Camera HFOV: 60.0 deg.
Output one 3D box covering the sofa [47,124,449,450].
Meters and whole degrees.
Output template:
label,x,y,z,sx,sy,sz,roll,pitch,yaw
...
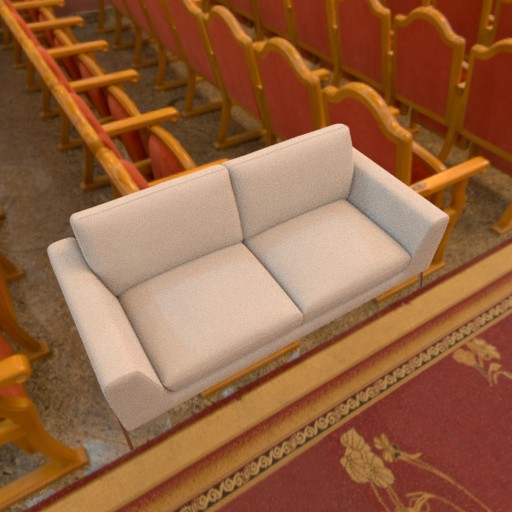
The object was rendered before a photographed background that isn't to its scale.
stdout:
label,x,y,z,sx,sy,sz,roll,pitch,yaw
sofa,0.000,0.000,2.517,2.017,0.875,0.953,-24,51,-21
